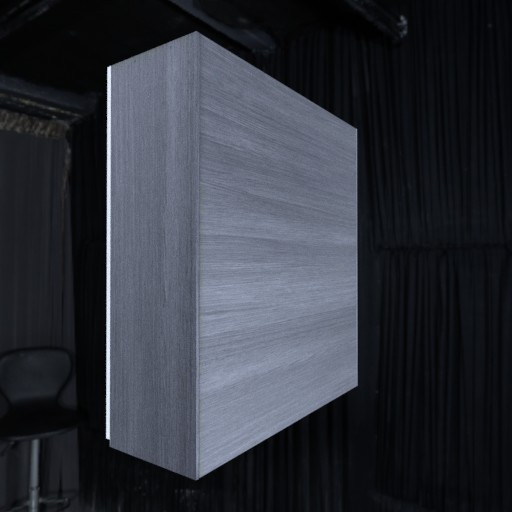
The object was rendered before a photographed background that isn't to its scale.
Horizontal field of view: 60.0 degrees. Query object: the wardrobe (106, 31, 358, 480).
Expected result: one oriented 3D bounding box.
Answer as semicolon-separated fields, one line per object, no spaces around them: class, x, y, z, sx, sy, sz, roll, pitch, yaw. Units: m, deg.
wardrobe;0.000;0.000;2.834;0.629;1.960;1.780;0;-1;35
